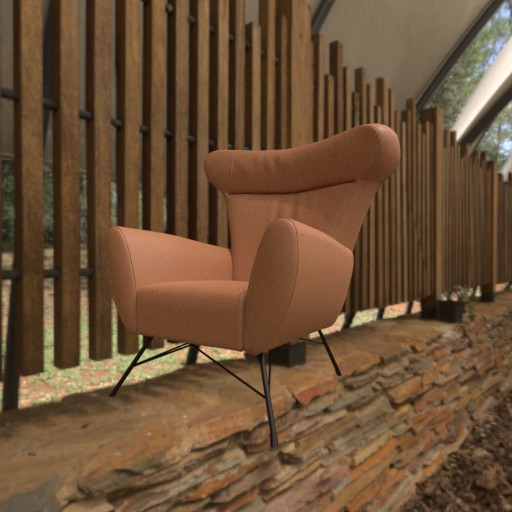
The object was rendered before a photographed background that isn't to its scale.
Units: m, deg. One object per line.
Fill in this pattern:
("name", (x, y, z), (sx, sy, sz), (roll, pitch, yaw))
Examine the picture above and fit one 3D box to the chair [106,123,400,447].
("chair", (0.000, 0.000, 1.809), (0.980, 1.050, 0.900), (0, 1, 36))
